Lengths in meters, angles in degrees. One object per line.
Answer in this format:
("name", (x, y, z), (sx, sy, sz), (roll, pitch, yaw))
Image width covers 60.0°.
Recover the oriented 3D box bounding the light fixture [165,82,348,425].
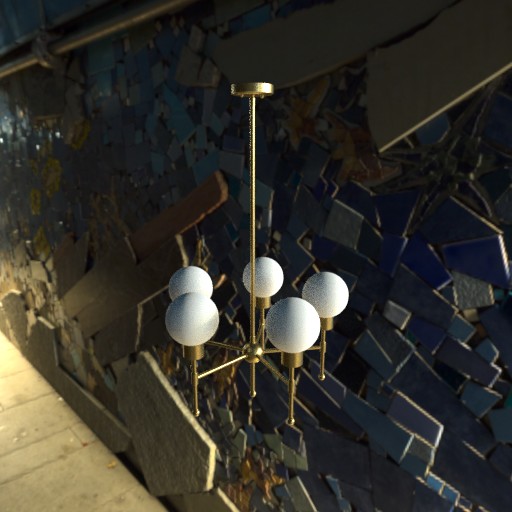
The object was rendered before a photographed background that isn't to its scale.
("light fixture", (0.000, 0.000, 1.830), (0.815, 1.331, 0.785), (-7, 16, -26))
